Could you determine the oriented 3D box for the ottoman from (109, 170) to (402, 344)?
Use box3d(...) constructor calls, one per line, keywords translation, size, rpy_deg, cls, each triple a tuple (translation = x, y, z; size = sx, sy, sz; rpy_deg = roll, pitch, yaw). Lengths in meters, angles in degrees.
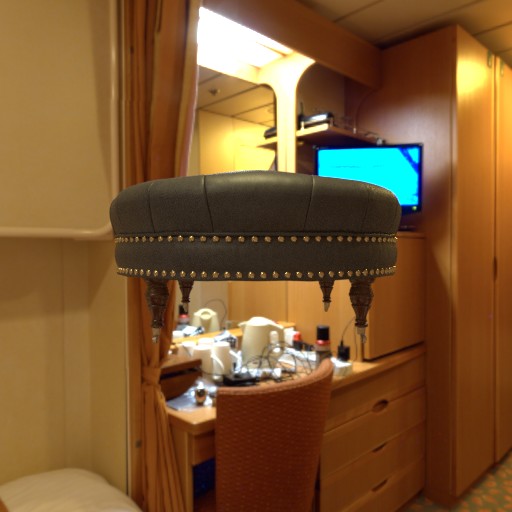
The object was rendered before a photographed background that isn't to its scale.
box3d(translation=(0.000, 0.000, 1.408), size=(0.901, 0.439, 0.901), rpy_deg=(0, 1, 0), cls="ottoman")
